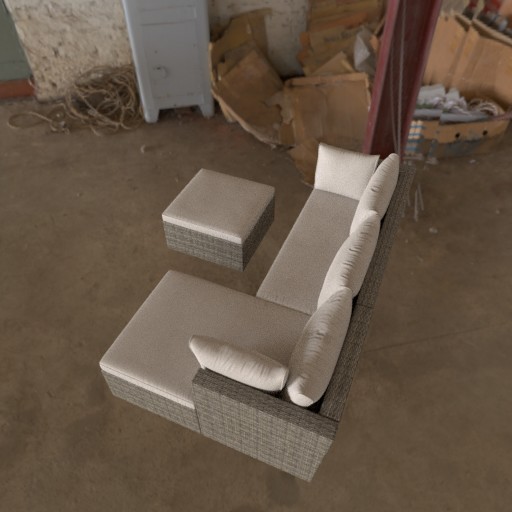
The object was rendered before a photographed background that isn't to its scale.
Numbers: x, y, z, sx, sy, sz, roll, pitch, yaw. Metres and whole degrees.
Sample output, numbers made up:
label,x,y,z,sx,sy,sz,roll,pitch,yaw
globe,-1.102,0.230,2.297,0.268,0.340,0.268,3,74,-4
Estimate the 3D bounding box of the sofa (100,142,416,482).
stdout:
label,x,y,z,sx,sy,sz,roll,pitch,yaw
sofa,0.000,0.000,2.992,1.662,0.766,2.192,17,49,16
